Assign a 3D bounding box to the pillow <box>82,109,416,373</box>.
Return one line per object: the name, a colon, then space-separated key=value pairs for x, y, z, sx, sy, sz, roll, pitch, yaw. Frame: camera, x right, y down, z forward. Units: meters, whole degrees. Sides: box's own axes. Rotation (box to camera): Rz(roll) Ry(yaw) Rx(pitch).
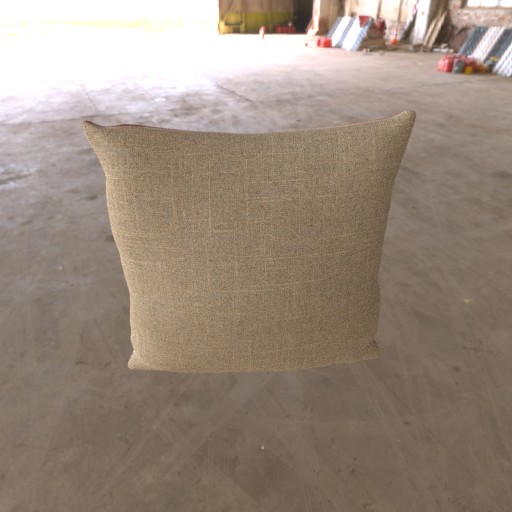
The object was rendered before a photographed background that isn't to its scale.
pillow: x=0.000 y=0.000 z=0.674 sx=0.439 sy=0.427 sz=0.182 roll=-2 pitch=31 yaw=-4
